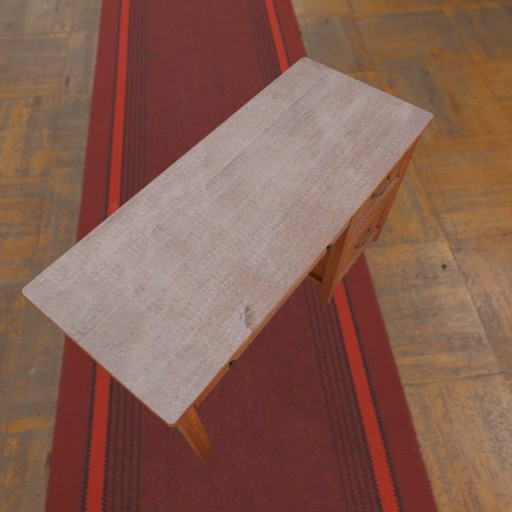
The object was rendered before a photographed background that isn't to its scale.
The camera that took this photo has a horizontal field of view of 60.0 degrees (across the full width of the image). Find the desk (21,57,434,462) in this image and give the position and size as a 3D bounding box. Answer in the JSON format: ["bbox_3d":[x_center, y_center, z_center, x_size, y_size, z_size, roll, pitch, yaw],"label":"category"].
[{"bbox_3d":[0.000,0.000,1.706,0.574,0.756,1.353,33,63,19],"label":"desk"}]
